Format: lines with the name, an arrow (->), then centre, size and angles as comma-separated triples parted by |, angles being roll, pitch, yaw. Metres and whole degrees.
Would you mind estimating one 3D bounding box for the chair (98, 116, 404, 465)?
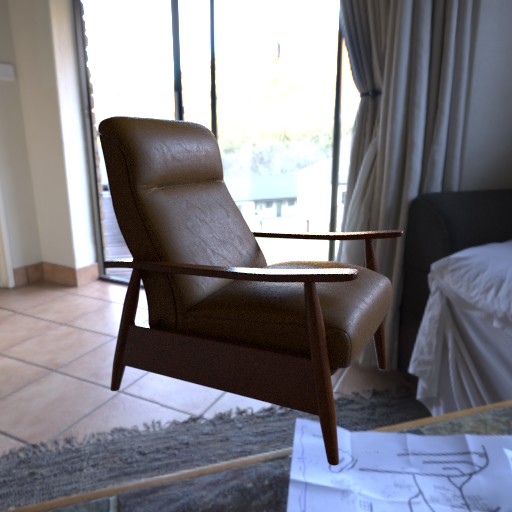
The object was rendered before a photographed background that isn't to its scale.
chair -> 0.000, 0.000, 1.784 | 1.014, 1.082, 0.762 | 7, 15, 27
